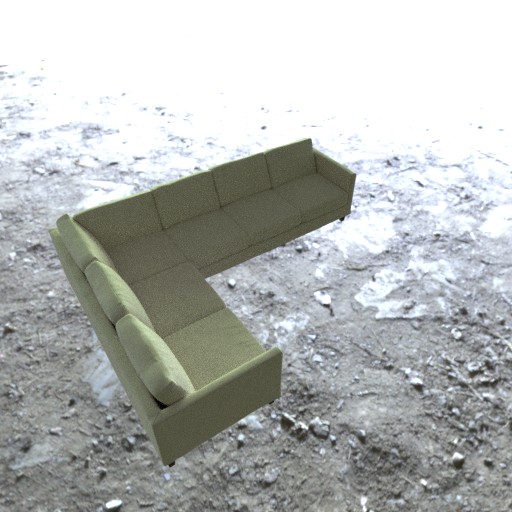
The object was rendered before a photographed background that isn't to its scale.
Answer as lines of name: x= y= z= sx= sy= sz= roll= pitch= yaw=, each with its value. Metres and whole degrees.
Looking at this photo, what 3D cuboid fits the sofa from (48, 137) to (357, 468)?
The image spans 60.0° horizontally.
sofa: x=0.000 y=0.000 z=4.303 sx=3.182 sy=0.863 sz=2.432 roll=-24 pitch=46 yaw=-25
